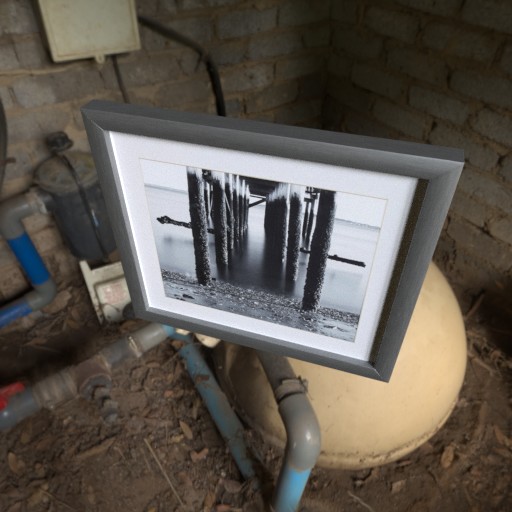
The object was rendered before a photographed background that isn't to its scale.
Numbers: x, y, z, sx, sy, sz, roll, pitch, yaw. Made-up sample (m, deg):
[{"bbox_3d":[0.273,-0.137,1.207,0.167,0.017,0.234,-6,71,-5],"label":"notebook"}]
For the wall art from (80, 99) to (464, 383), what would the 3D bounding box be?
[{"bbox_3d":[0.000,0.000,0.537,0.380,0.330,0.028,12,42,13],"label":"wall art"}]
